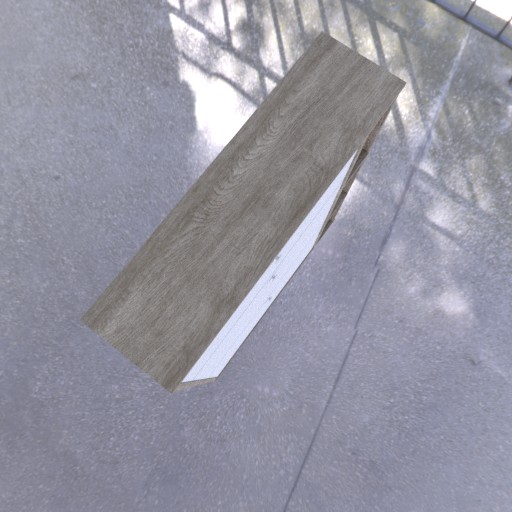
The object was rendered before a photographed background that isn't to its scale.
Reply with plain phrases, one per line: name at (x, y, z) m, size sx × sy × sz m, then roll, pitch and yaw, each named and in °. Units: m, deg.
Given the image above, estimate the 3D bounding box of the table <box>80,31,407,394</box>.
table at (0.000, 0.000, 1.556) m, size 0.256 × 1.135 × 0.902 m, roll 36°, pitch 78°, yaw 9°
